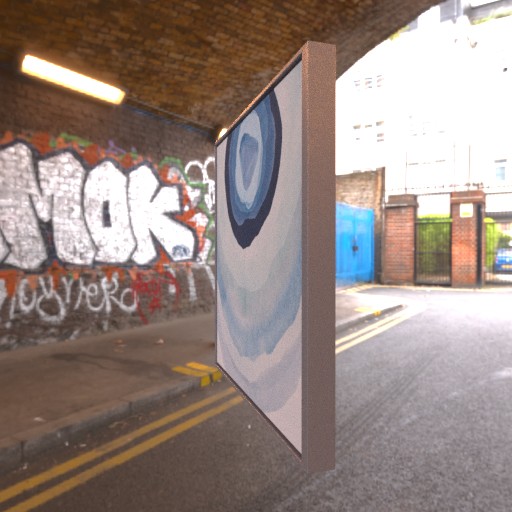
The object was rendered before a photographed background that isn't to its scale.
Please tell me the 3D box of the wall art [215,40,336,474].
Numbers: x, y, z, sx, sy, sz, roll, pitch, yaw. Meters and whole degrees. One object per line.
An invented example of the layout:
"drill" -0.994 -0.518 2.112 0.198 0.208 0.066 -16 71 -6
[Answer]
"wall art" 0.000 0.000 0.526 0.028 0.349 0.349 0 1 -17
